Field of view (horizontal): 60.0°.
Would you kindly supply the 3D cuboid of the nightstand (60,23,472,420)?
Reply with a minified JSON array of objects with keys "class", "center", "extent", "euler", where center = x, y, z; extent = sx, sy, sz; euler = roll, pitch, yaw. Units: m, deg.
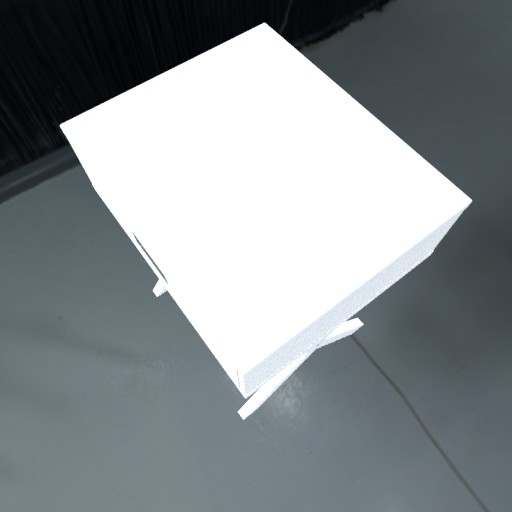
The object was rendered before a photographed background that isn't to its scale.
[{"class":"nightstand","center":[0.000,0.000,0.932],"extent":[0.402,0.623,0.479],"euler":[-34,68,-16]}]
